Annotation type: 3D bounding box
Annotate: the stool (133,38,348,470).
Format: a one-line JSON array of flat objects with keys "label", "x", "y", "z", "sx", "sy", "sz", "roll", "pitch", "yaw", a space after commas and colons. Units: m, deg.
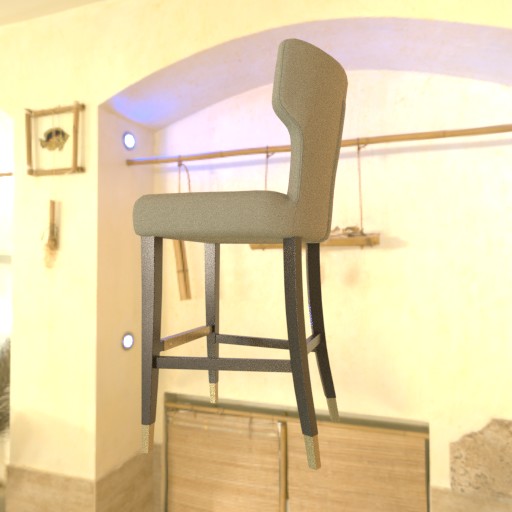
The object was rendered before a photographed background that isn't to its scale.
[{"label": "stool", "x": 0.000, "y": 0.000, "z": 1.380, "sx": 0.563, "sy": 1.092, "sz": 0.526, "roll": 0, "pitch": -1, "yaw": 18}]
